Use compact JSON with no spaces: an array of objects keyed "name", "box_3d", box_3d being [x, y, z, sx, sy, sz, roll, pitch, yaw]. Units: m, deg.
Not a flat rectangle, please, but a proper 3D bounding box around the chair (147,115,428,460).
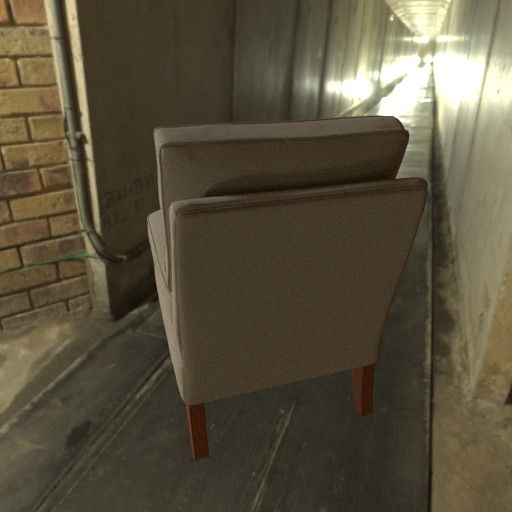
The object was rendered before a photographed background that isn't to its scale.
[{"name":"chair","box_3d":[0.000,0.000,1.635,0.724,1.045,0.924,-8,27,-16]}]
